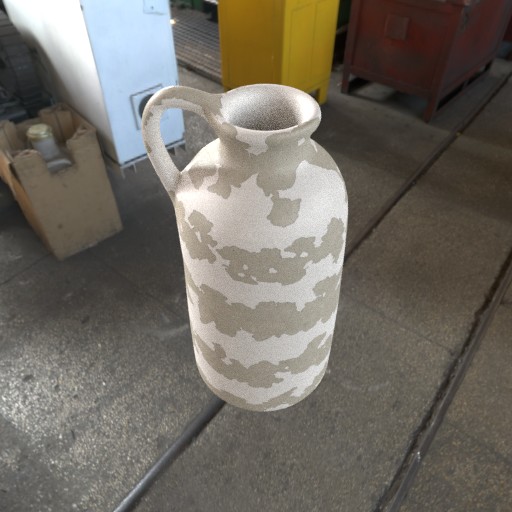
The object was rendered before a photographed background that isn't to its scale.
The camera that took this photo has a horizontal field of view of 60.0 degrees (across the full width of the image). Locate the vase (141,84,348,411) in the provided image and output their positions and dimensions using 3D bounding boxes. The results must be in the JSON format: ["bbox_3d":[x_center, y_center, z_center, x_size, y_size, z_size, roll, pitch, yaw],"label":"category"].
[{"bbox_3d":[0.000,0.000,0.493,0.203,0.382,0.186,3,45,3],"label":"vase"}]
